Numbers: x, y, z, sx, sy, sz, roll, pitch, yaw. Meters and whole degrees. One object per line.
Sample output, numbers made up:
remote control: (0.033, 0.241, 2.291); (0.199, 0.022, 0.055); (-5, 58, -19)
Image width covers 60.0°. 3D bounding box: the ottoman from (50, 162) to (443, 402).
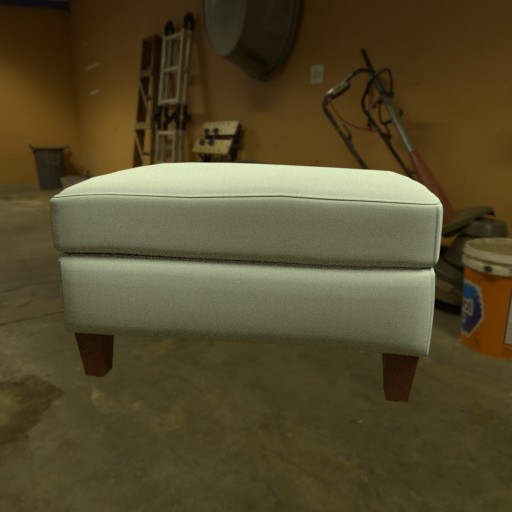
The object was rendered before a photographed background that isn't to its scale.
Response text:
ottoman: (0.000, 0.000, 1.209); (0.818, 0.496, 0.634); (2, 15, 8)
